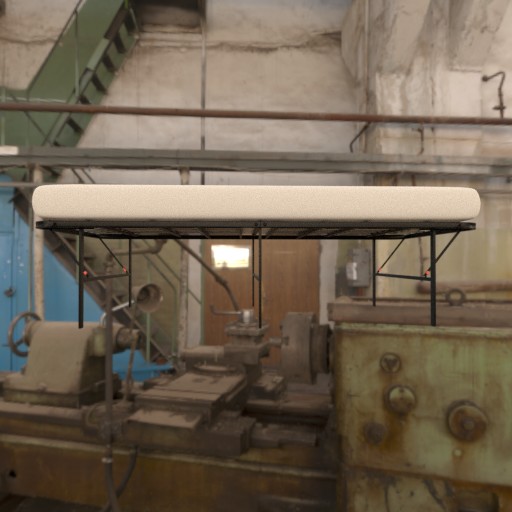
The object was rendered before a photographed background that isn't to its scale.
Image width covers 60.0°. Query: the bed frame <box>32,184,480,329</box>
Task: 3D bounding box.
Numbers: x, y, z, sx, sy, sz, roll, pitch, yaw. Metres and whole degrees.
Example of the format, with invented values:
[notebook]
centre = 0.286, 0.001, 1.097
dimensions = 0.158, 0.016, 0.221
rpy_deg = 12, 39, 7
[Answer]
[bed frame]
centre = 0.000, 0.000, 2.327
dimensions = 1.903, 0.619, 0.989
rpy_deg = 0, -1, -2
